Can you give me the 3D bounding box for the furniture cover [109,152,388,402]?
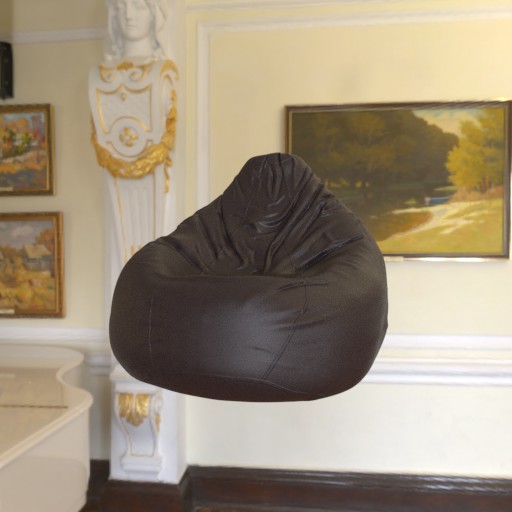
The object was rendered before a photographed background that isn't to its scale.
[{"bbox_3d":[0.000,0.000,1.884,1.070,0.990,1.070,0,0,18],"label":"furniture cover"}]
